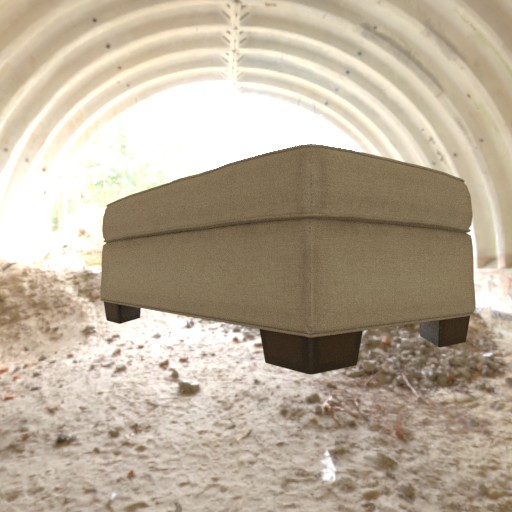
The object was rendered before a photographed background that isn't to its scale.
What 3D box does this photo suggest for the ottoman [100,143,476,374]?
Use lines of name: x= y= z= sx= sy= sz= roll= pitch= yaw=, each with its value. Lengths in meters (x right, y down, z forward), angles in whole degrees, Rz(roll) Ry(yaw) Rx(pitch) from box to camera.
ottoman: x=0.000 y=0.000 z=1.397 sx=0.617 sy=0.461 sz=1.097 roll=1 pitch=-2 yaw=-38
